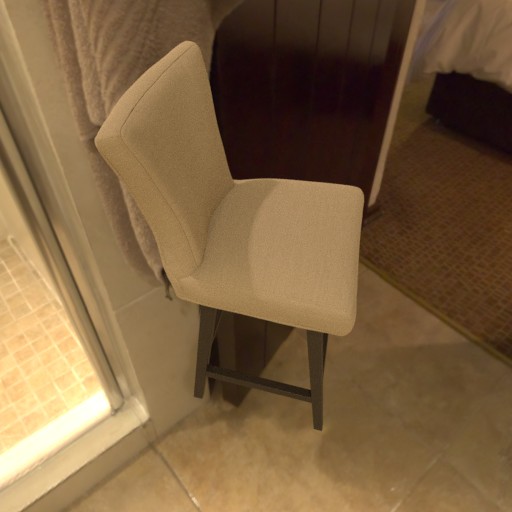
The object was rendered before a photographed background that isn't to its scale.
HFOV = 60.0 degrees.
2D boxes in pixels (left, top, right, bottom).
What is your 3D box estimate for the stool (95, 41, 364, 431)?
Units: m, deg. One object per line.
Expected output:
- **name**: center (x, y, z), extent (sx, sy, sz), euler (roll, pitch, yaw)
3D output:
- **stool**: center (0.000, 0.000, 1.287), extent (0.574, 1.000, 0.514), euler (9, 45, 9)
